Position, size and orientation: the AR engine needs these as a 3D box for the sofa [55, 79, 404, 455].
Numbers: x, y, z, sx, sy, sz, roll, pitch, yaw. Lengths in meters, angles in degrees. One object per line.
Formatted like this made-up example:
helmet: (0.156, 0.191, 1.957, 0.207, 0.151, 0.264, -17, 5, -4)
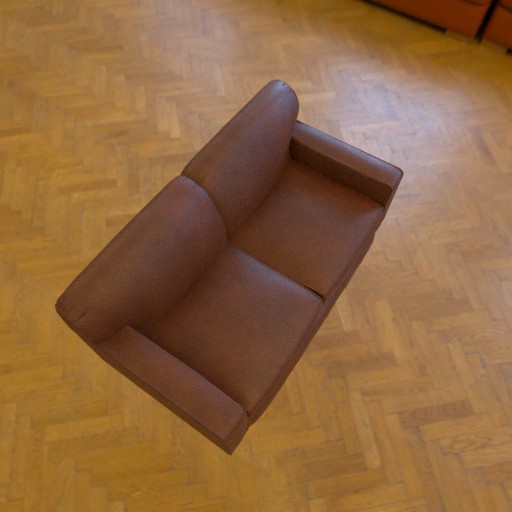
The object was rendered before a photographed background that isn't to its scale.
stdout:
sofa: (0.000, 0.000, 2.548, 1.000, 0.966, 1.856, 30, 64, 16)
